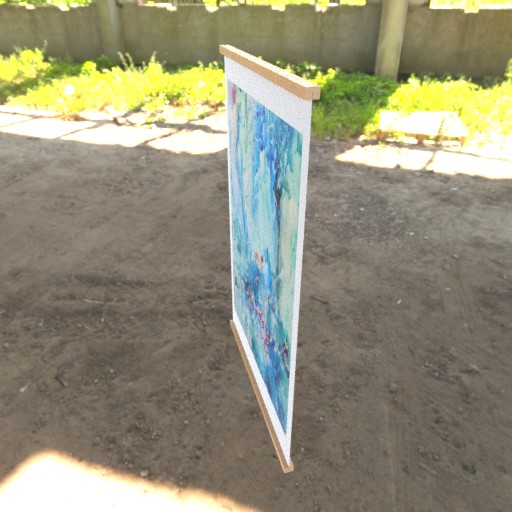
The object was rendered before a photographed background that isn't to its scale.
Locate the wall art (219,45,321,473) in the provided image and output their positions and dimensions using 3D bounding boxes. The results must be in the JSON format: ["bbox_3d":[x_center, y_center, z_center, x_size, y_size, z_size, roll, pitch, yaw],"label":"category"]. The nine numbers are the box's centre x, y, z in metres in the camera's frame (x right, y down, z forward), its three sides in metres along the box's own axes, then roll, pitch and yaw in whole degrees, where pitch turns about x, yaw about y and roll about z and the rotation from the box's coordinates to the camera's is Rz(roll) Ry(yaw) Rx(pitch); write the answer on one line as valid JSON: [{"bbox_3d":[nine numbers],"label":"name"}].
[{"bbox_3d":[0.000,0.000,1.252,0.027,1.020,0.669,-8,32,-14],"label":"wall art"}]
